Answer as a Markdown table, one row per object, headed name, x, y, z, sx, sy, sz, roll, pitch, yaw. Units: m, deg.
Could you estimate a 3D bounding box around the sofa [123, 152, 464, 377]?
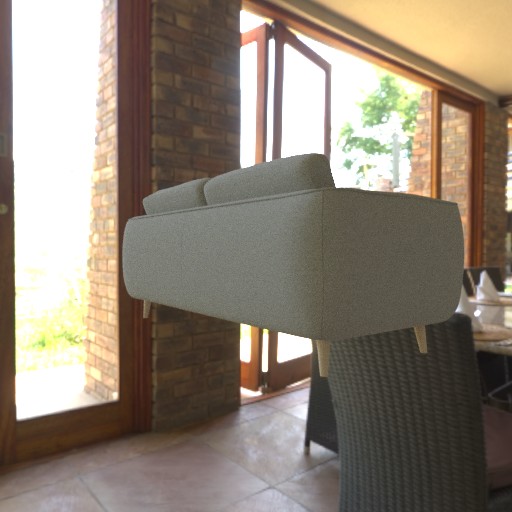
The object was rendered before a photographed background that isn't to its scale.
| name | x | y | z | sx | sy | sz | roll | pitch | yaw |
| --- | --- | --- | --- | --- | --- | --- | --- | --- | --- |
| sofa | 0.000 | 0.000 | 2.483 | 0.920 | 0.850 | 2.000 | -1 | 1 | -36 |
